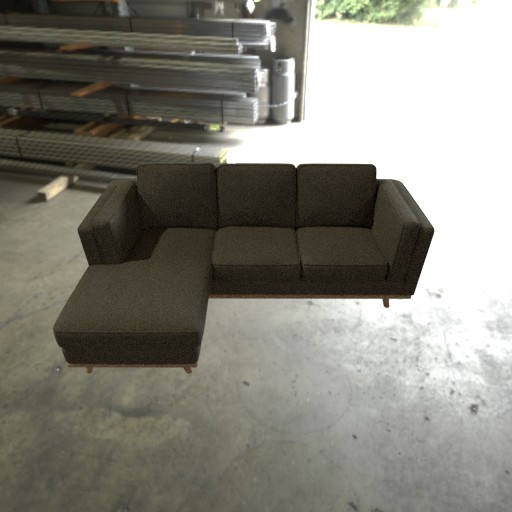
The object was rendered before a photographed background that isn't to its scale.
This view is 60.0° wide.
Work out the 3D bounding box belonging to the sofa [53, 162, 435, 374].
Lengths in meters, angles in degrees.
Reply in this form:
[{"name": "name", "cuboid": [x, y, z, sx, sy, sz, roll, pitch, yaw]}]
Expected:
[{"name": "sofa", "cuboid": [0.000, 0.000, 3.175, 2.411, 0.929, 1.604, 0, 32, 0]}]
